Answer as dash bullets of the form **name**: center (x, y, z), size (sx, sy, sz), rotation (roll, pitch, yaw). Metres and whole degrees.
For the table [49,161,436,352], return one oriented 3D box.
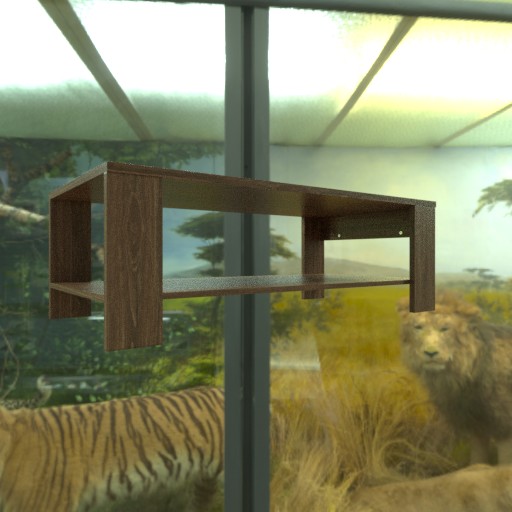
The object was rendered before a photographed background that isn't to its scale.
- **table**: center (0.000, 0.000, 1.523), size (1.200, 0.400, 0.600), rotation (0, 0, -36)
